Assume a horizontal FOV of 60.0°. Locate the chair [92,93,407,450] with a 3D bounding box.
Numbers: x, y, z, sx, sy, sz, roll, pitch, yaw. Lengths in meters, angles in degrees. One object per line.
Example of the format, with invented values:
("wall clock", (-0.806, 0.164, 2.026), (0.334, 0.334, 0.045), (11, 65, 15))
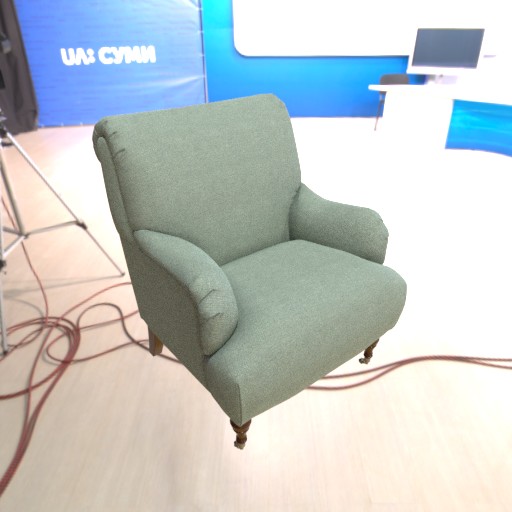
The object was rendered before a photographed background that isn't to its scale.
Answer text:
("chair", (0.000, 0.000, 1.961), (0.964, 1.178, 1.060), (-22, 36, -33))
